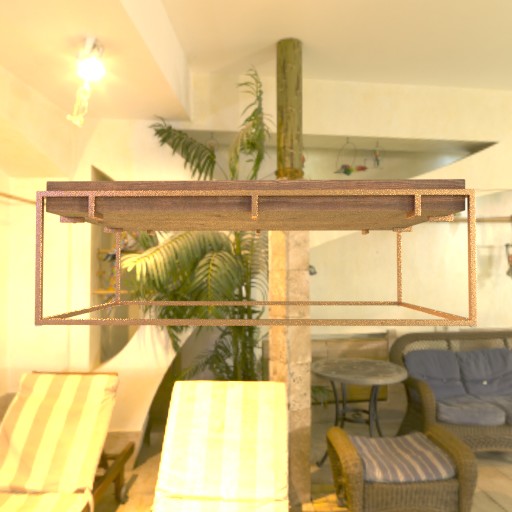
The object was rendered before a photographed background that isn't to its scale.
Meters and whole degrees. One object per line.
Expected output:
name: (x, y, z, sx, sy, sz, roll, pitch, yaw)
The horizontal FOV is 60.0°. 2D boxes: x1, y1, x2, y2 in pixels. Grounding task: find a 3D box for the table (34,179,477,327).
table: (0.000, 0.000, 1.780, 1.387, 0.468, 0.775, 0, -2, 1)
